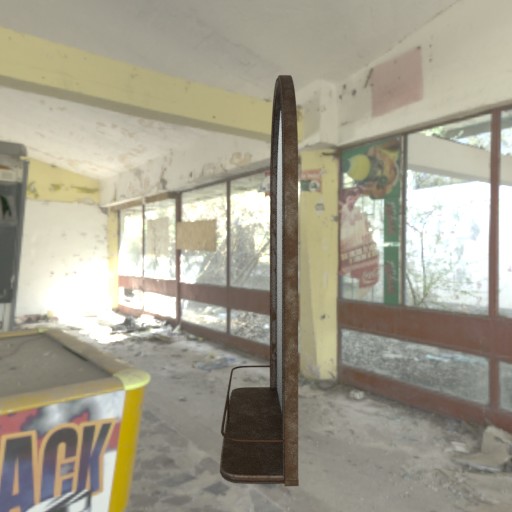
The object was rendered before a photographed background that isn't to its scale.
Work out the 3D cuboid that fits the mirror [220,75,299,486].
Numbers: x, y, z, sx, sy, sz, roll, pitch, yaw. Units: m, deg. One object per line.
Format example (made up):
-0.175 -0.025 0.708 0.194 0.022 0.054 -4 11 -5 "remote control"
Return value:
0.000 0.000 0.995 0.137 0.770 0.510 0 0 -1 "mirror"
